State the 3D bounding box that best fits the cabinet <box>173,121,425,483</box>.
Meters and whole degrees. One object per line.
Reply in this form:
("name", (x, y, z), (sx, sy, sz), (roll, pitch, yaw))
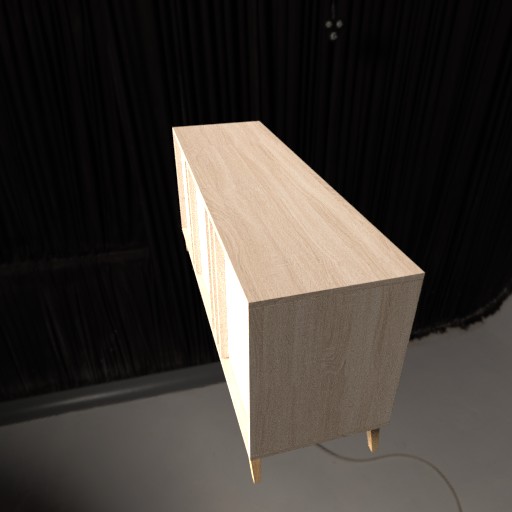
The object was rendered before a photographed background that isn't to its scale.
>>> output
("cabinet", (0.000, 0.000, 2.035), (0.500, 0.780, 1.649), (-8, 32, -13))
